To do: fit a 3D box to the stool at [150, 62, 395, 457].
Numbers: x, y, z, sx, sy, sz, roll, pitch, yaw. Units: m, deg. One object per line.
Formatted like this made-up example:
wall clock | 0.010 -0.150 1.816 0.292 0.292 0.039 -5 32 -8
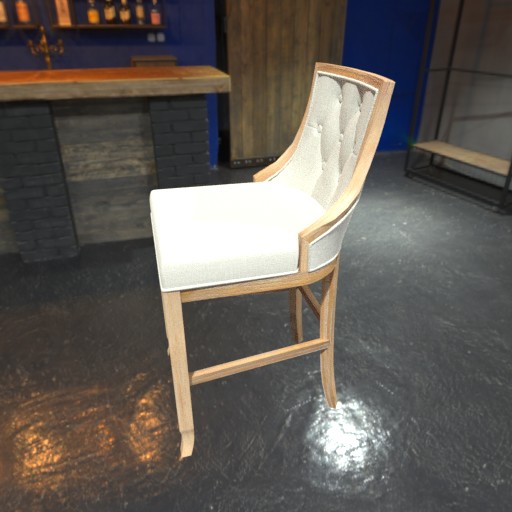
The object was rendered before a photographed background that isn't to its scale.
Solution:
stool | 0.000 0.000 1.432 0.626 1.101 0.524 -7 30 -13
